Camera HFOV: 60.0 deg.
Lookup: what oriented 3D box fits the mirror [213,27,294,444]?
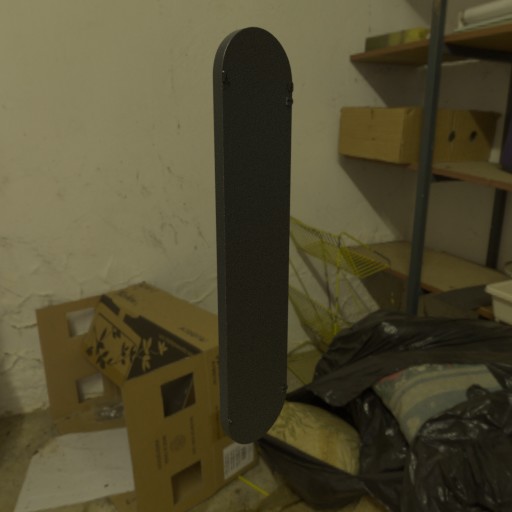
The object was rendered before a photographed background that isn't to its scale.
[{"bbox_3d":[0.000,0.000,1.057,0.032,0.991,0.222,13,19,42],"label":"mirror"}]
